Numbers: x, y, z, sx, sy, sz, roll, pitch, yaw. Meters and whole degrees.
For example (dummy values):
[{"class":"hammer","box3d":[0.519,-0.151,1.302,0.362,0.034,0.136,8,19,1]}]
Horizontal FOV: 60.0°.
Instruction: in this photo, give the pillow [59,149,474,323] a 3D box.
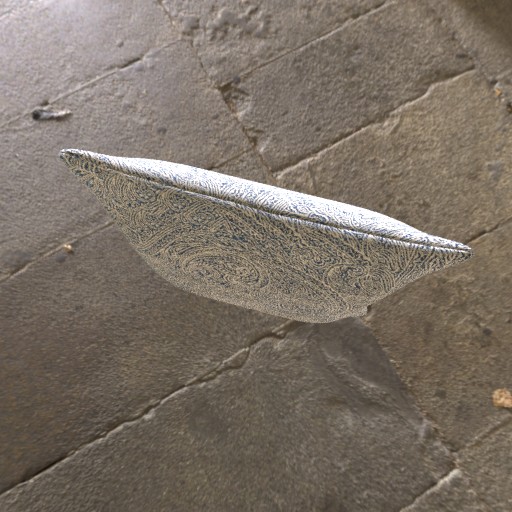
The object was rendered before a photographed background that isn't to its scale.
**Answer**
[{"class":"pillow","box3d":[0.000,0.000,0.774,0.523,0.510,0.166,14,76,4]}]
